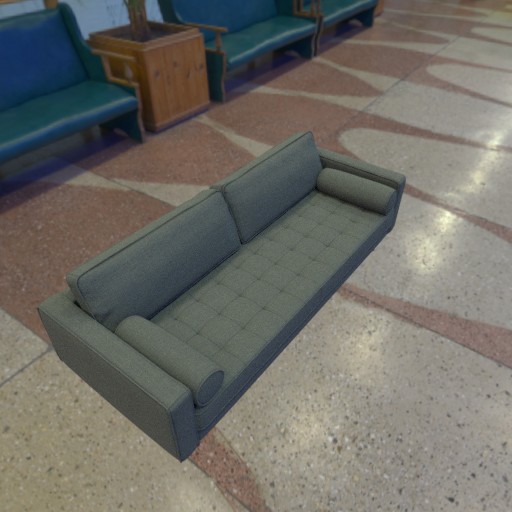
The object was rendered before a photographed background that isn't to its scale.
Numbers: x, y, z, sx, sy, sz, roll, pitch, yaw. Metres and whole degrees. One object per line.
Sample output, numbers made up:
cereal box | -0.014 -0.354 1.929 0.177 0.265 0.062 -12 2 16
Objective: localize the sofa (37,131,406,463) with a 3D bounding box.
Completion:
sofa | 0.000 0.000 2.622 0.914 0.762 2.198 26 47 28
